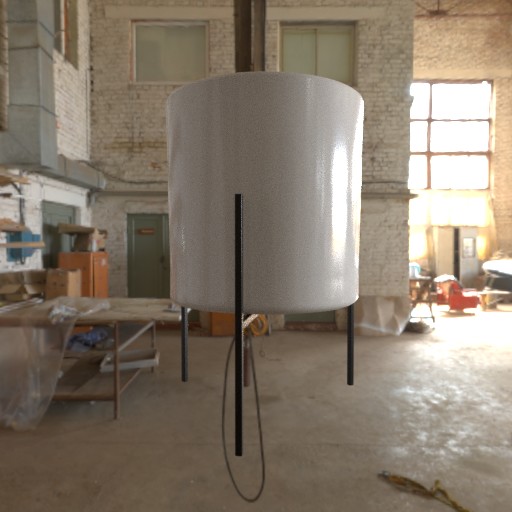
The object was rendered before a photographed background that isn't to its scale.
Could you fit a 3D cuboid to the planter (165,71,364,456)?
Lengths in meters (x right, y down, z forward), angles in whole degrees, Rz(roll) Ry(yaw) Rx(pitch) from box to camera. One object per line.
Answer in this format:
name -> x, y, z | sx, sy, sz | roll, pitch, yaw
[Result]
planter -> 0.000, 0.000, 0.655 | 0.308, 0.431, 0.307 | 1, 2, 36
